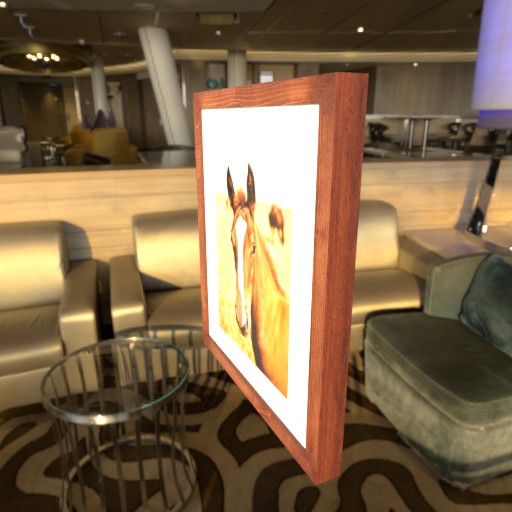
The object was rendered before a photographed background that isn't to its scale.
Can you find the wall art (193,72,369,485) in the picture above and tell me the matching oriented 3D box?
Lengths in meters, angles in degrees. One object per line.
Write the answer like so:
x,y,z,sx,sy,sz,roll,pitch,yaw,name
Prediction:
0.000,0.000,0.531,0.030,0.381,0.330,-8,19,-25,wall art
